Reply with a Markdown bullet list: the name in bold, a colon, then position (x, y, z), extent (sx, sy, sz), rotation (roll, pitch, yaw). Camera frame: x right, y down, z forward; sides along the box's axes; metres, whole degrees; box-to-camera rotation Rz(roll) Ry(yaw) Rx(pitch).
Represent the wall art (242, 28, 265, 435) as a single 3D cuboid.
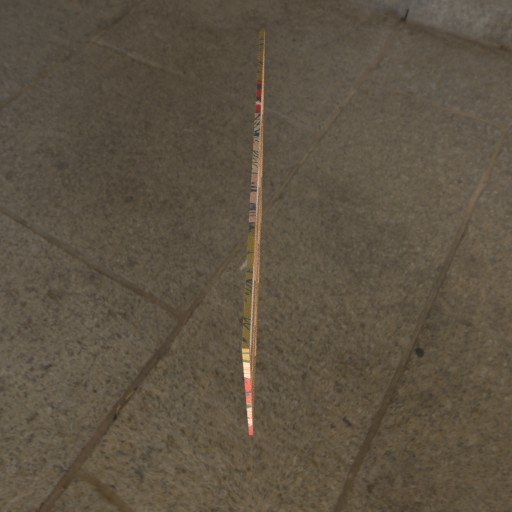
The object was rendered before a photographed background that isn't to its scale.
- **wall art**: position (0.000, 0.000, 1.375), extent (0.013, 0.913, 0.904), rotation (2, 60, 1)
